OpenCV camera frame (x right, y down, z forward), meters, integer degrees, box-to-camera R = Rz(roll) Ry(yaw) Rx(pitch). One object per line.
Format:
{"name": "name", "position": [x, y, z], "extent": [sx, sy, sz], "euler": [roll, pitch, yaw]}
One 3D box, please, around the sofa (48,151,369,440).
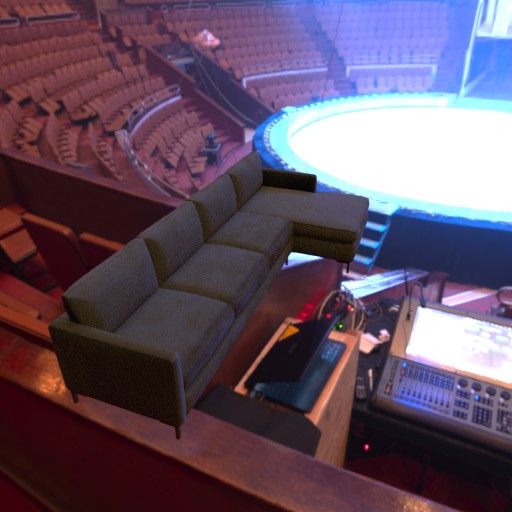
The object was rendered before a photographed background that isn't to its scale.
{"name": "sofa", "position": [0.000, 0.000, 3.222], "extent": [1.255, 0.756, 2.725], "euler": [11, 32, 18]}
